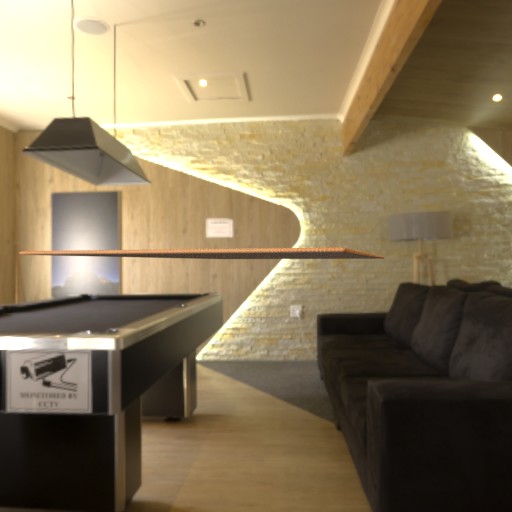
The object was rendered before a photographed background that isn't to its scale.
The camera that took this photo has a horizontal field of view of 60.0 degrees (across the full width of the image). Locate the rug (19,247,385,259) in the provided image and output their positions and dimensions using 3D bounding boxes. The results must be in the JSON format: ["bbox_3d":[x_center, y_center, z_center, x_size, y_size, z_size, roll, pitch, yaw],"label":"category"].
[{"bbox_3d":[0.000,0.000,2.069,1.078,0.013,1.678,0,-1,19],"label":"rug"}]
